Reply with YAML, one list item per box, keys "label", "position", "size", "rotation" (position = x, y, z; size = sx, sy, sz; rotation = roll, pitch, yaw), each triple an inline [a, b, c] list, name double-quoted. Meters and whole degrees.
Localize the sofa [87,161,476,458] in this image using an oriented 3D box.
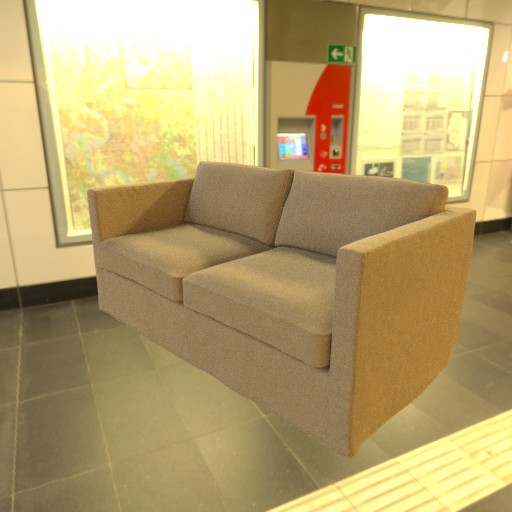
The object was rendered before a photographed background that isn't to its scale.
- label: "sofa"
  position: [0.000, 0.000, 2.229]
  size: [1.766, 0.828, 0.956]
  rotation: [16, 23, 42]
